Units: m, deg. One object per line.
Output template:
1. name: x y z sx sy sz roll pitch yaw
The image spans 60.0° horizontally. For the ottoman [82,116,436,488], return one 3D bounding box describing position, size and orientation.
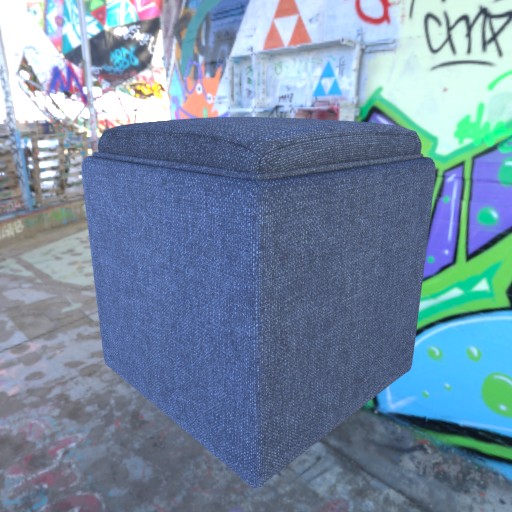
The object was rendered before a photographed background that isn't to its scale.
1. ottoman: 0.000 0.000 0.822 0.436 0.493 0.454 -16 24 -41
